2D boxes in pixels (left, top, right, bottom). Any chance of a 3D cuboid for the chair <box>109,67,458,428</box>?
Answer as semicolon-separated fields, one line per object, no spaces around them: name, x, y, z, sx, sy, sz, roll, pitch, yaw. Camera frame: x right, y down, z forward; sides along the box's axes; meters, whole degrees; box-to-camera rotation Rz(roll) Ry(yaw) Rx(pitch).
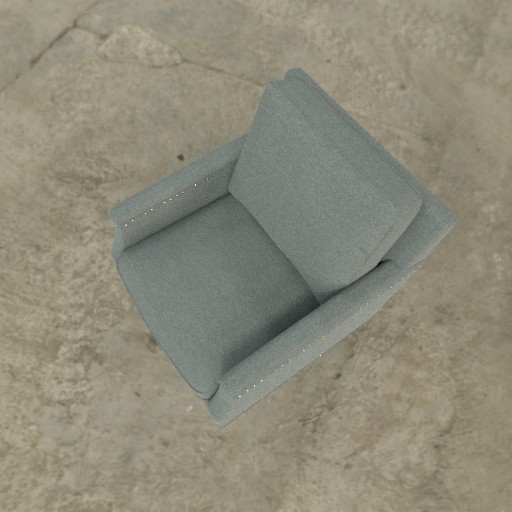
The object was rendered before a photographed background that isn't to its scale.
chair;0.000;0.000;1.822;1.031;1.031;0.885;-32;69;-14
